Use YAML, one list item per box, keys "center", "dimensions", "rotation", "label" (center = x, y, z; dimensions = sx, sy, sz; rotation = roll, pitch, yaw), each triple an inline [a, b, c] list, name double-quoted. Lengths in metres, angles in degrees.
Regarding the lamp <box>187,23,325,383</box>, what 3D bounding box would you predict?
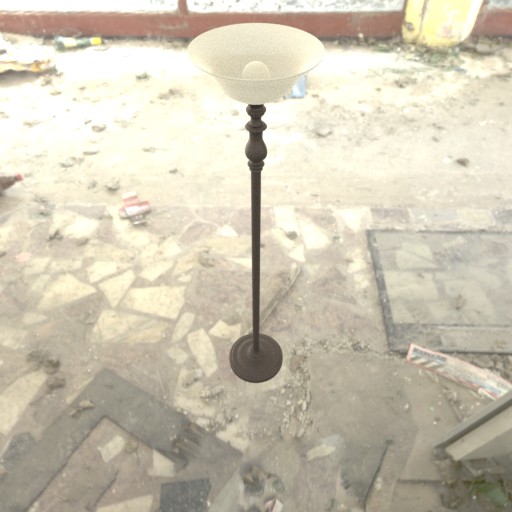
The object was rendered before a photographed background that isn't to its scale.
- center: [0.000, 0.000, 1.965]
  dimensions: [0.405, 1.797, 0.405]
  rotation: [16, 49, 14]
  label: "lamp"
